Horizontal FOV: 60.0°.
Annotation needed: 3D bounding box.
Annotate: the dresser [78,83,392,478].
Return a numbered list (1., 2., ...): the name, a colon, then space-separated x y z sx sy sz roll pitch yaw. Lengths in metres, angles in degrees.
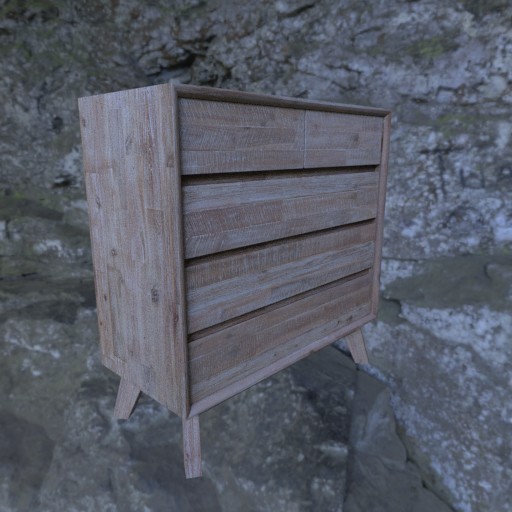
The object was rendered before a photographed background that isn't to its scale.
1. dresser: 0.000 0.000 1.586 0.455 1.029 0.998 13 19 42
